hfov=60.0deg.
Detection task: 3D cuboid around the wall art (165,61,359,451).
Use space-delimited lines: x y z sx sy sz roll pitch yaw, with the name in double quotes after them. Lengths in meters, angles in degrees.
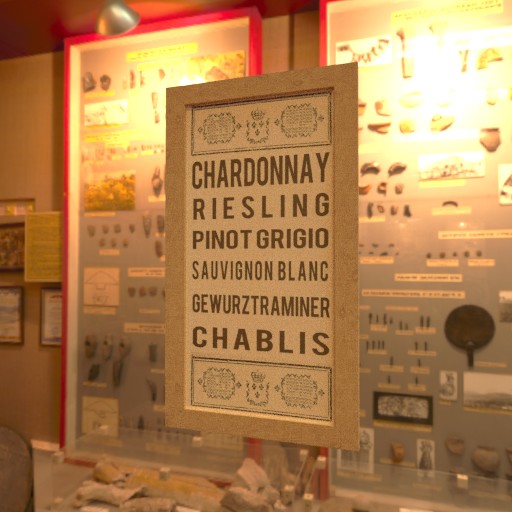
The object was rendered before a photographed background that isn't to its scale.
0.000 0.000 0.841 0.381 0.683 0.013 0 -1 18 "wall art"
